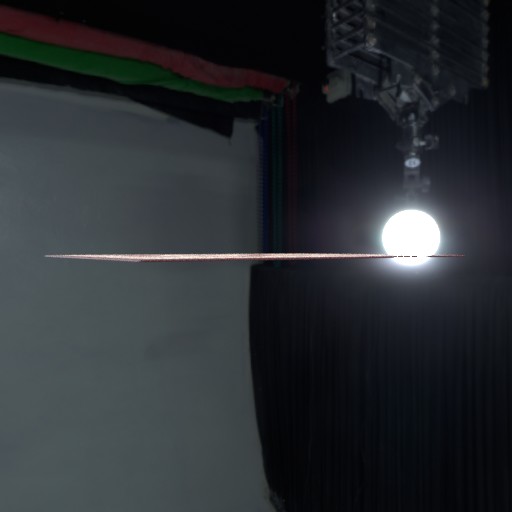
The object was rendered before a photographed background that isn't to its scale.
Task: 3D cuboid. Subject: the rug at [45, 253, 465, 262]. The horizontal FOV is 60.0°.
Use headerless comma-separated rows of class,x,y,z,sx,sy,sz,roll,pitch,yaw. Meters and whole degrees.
rug,0.000,0.000,2.879,2.210,0.011,1.599,-1,1,-37
